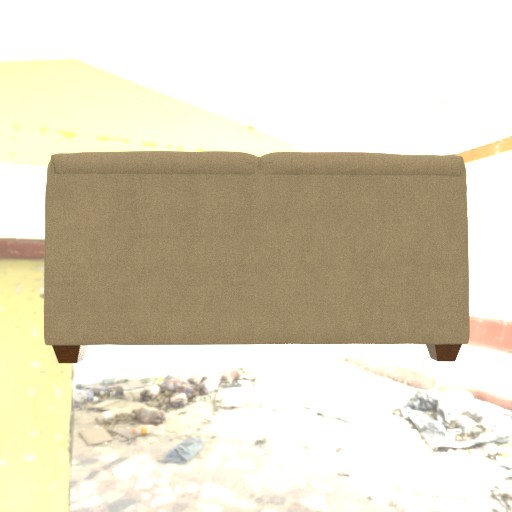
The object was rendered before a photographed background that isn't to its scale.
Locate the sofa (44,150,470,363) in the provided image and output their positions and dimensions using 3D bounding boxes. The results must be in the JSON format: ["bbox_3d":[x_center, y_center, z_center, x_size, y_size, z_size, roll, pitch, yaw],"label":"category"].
[{"bbox_3d":[0.000,0.000,2.387,1.846,0.958,0.998,0,-2,-1],"label":"sofa"}]
